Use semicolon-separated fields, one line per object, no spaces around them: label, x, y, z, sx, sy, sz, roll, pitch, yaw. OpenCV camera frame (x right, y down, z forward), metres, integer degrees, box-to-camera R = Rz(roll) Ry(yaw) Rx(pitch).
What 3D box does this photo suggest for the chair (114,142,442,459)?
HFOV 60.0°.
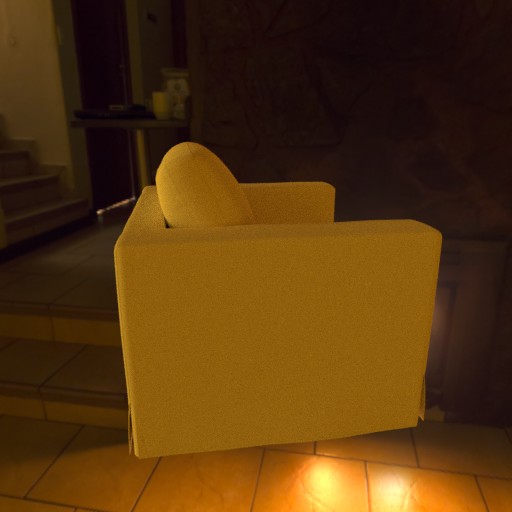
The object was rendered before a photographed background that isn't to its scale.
chair;0.000;0.000;1.790;0.957;0.878;1.150;-3;17;-9
